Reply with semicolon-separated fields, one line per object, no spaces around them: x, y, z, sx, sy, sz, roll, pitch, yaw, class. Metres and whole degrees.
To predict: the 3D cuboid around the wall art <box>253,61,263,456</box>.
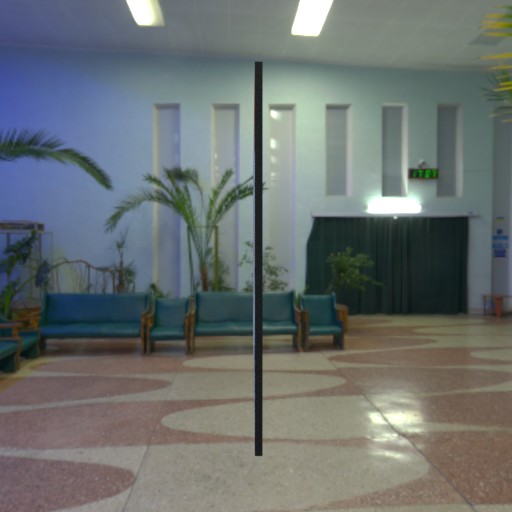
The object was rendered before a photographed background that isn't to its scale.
0.000;0.000;1.228;0.013;0.665;0.963;0;1;-1;wall art
